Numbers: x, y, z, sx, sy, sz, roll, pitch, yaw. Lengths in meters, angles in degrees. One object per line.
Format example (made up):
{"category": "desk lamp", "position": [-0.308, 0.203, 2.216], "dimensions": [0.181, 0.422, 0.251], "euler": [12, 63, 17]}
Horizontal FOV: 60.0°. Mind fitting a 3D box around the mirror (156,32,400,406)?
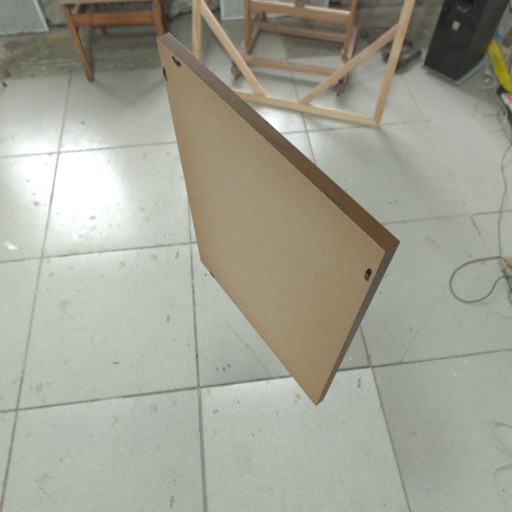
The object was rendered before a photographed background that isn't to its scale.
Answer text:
{"category": "mirror", "position": [0.000, 0.000, 1.330], "dimensions": [0.040, 1.016, 0.762], "euler": [-32, 63, -19]}
